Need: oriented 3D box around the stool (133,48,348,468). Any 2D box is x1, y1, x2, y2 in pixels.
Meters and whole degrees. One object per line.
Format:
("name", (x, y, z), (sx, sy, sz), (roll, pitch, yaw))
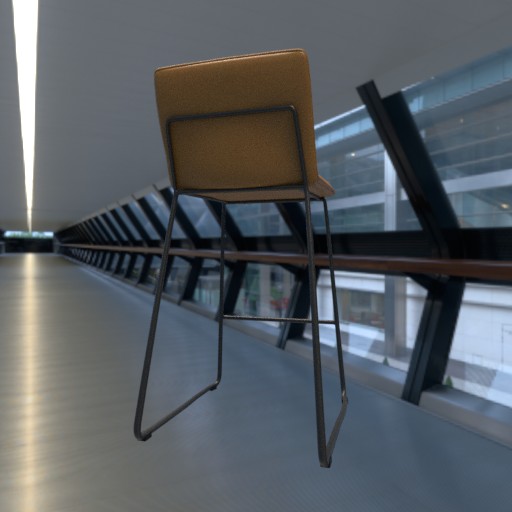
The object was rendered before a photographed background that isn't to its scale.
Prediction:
("stool", (0.000, 0.000, 1.270), (0.489, 0.936, 0.524), (0, 0, 17))
